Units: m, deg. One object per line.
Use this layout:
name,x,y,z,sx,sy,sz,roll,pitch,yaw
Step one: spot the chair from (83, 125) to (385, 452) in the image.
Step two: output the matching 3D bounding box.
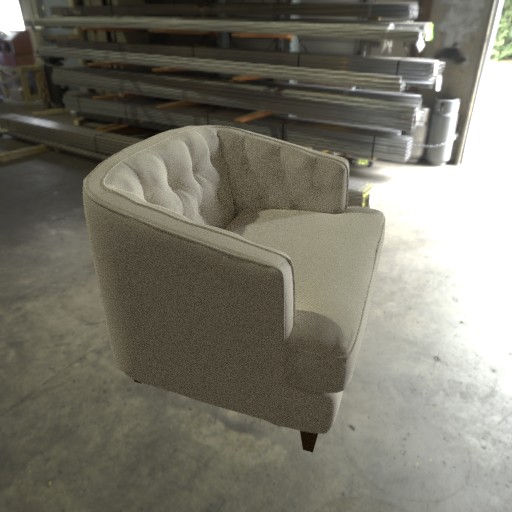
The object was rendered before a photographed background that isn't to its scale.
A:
chair,0.000,0.000,1.772,0.941,0.852,1.104,10,30,17
